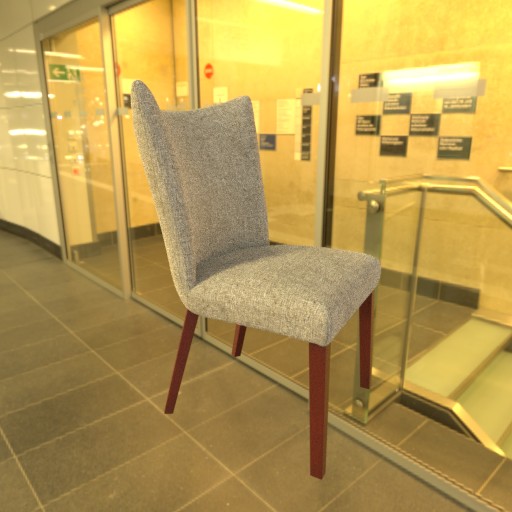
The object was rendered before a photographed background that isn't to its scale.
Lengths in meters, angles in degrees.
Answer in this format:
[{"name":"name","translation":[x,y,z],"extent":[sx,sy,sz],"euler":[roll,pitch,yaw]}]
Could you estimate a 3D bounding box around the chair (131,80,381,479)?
[{"name":"chair","translation":[0.000,0.000,1.282],"extent":[0.623,0.924,0.535],"euler":[8,18,27]}]
